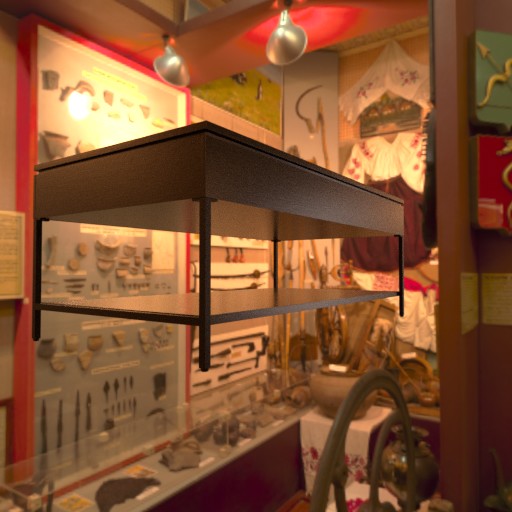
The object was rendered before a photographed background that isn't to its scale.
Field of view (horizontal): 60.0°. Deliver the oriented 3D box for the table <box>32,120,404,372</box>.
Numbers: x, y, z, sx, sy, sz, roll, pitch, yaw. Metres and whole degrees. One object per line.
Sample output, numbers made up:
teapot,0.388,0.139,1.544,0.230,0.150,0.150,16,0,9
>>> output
table,0.000,0.000,1.372,0.574,0.435,1.095,-1,-2,36
